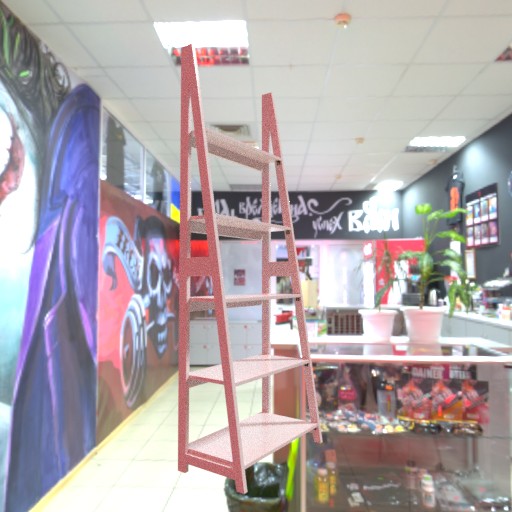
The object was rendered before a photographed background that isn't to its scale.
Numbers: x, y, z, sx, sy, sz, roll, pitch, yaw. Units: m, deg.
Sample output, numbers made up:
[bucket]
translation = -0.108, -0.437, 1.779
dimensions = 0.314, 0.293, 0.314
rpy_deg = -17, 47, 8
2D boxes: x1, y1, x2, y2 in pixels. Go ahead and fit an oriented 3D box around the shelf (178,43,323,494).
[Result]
[shelf]
translation = 0.000, 0.000, 2.020
dimensions = 0.341, 1.779, 0.636
rpy_deg = -2, -3, 35
